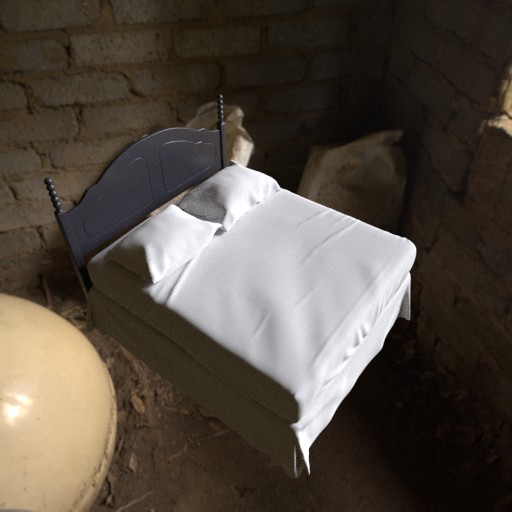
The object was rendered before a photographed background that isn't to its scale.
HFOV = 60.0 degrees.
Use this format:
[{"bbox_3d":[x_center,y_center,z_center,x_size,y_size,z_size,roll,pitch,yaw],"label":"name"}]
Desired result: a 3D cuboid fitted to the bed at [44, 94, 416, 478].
[{"bbox_3d":[0.000,0.000,3.182,2.040,1.356,1.873,27,49,27],"label":"bed"}]
